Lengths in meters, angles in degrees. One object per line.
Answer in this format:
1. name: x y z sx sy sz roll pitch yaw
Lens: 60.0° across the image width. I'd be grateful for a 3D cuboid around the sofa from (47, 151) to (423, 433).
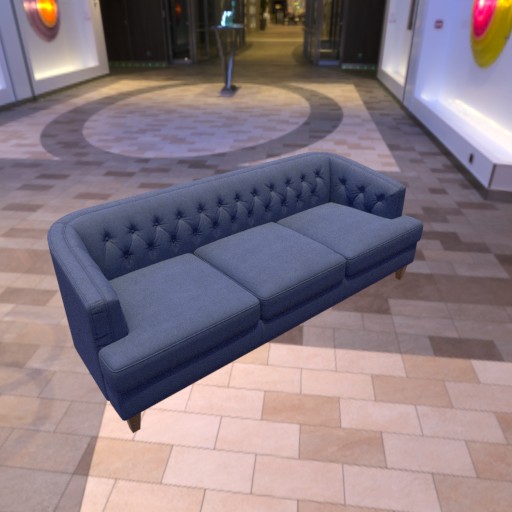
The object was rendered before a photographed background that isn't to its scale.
1. sofa: 0.000 0.000 2.711 2.235 0.787 0.914 -22 36 -34
